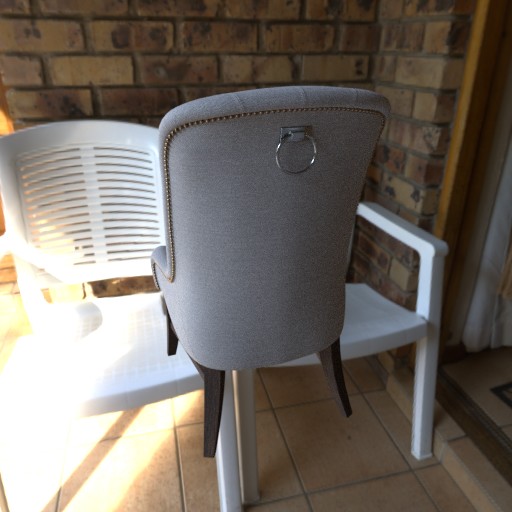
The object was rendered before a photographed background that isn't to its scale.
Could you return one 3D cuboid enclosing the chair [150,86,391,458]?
[{"bbox_3d":[0.000,0.000,1.467,0.634,1.091,0.629,-9,27,-18],"label":"chair"}]
